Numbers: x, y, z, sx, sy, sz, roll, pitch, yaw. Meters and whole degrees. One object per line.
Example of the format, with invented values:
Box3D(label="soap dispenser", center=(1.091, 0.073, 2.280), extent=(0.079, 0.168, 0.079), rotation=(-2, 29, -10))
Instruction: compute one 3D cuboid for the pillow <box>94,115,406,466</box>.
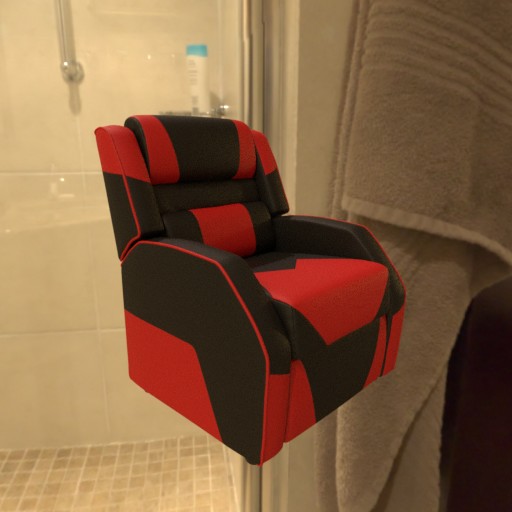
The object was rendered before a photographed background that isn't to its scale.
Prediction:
Box3D(label="pillow", center=(0.000, 0.000, 1.298), extent=(0.672, 0.805, 0.620), rotation=(14, 20, 43))
